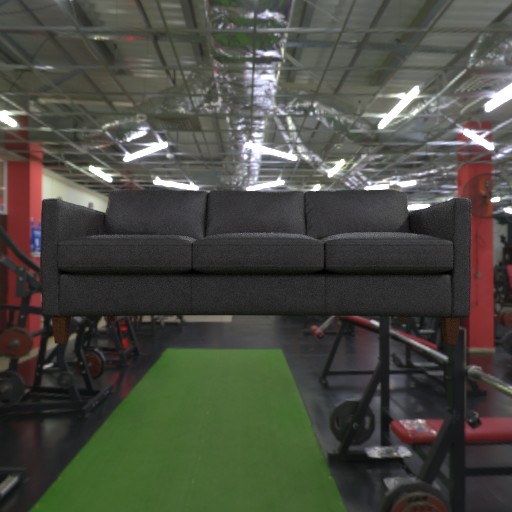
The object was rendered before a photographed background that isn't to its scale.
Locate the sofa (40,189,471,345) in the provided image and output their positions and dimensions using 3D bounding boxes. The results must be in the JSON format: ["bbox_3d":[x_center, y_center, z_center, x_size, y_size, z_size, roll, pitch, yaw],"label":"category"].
[{"bbox_3d":[0.000,0.000,2.941,2.464,1.006,1.045,0,0,1],"label":"sofa"}]
